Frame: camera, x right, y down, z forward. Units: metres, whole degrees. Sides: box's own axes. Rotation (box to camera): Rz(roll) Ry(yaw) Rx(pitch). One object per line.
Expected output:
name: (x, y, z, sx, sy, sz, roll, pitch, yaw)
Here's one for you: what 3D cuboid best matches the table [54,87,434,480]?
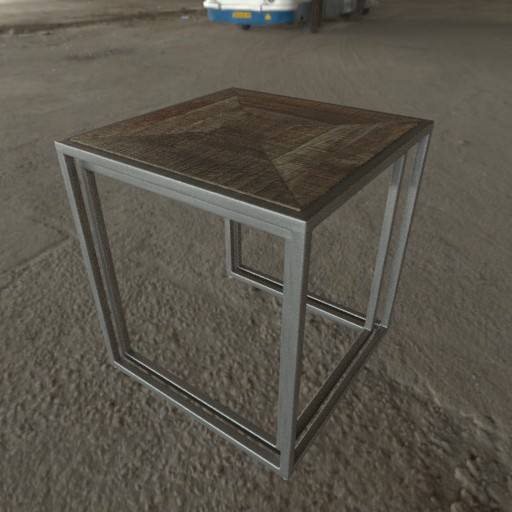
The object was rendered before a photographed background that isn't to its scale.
table: (0.000, 0.000, 0.865, 0.449, 0.500, 0.450, 21, 39, 29)
